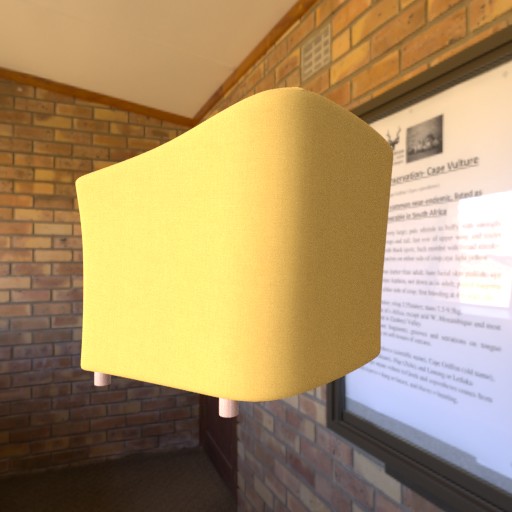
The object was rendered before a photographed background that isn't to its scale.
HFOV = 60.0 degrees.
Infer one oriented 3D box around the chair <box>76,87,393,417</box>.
[{"bbox_3d":[0.000,0.000,1.355,0.700,0.720,0.790,-1,-2,35],"label":"chair"}]
